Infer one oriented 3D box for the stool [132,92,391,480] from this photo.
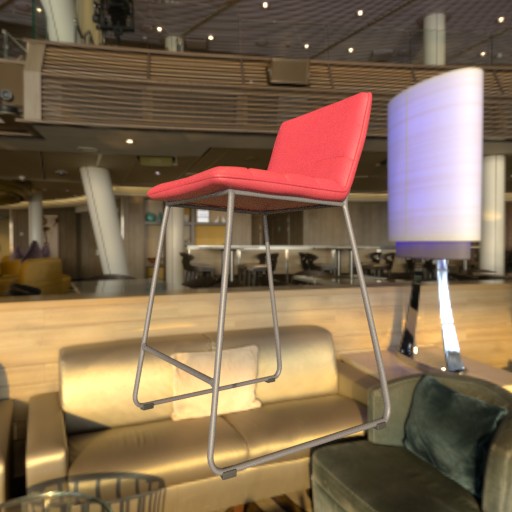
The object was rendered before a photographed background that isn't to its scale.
[{"bbox_3d":[0.000,0.000,1.182,0.524,0.866,0.489,-1,1,-34],"label":"stool"}]
